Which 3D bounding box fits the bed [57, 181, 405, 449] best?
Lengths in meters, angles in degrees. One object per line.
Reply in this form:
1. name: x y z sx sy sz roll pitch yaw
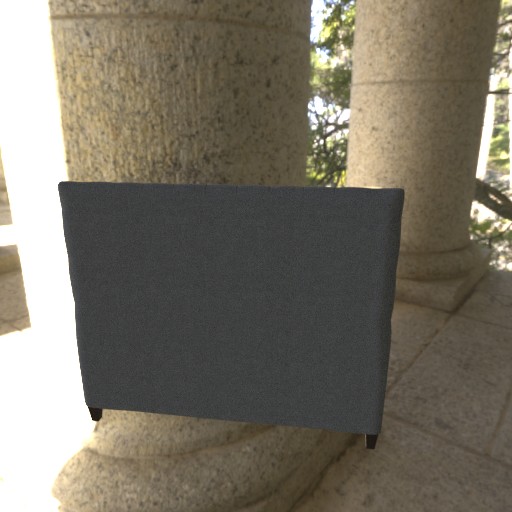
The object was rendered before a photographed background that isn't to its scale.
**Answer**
1. bed: 0.000 0.000 3.374 1.698 1.411 2.335 3 18 8
